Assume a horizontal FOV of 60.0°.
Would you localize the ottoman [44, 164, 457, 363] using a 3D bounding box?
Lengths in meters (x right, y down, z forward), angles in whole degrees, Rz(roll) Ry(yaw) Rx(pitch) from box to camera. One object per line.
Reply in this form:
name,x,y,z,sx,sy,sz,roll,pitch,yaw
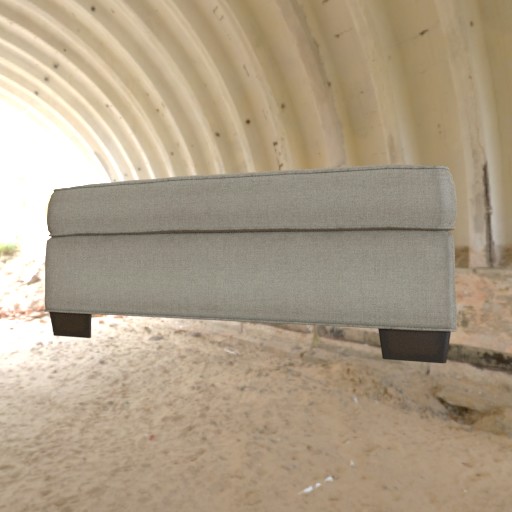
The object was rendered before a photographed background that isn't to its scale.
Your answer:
ottoman,0.000,0.000,1.385,1.097,0.461,0.617,0,0,19
